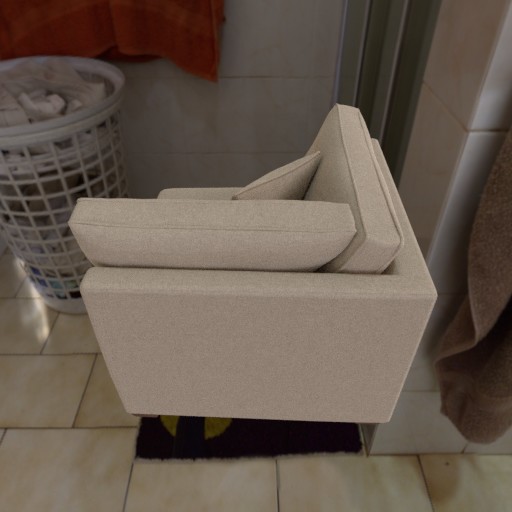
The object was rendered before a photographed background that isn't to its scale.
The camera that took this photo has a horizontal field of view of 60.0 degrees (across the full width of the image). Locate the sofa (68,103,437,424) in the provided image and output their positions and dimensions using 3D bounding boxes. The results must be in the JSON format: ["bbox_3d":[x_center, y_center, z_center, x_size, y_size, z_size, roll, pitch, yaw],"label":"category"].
[{"bbox_3d":[0.000,0.000,1.959,1.146,1.002,1.084,1,41,1],"label":"sofa"}]
